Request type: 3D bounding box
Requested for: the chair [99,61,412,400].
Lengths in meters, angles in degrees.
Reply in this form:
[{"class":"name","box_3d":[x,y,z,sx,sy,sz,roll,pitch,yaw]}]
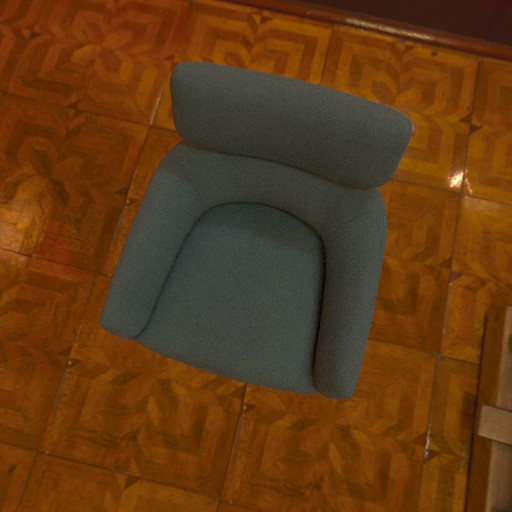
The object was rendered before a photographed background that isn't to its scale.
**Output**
[{"class":"chair","box_3d":[0.000,0.000,1.387,0.738,0.813,0.761,15,76,4]}]
